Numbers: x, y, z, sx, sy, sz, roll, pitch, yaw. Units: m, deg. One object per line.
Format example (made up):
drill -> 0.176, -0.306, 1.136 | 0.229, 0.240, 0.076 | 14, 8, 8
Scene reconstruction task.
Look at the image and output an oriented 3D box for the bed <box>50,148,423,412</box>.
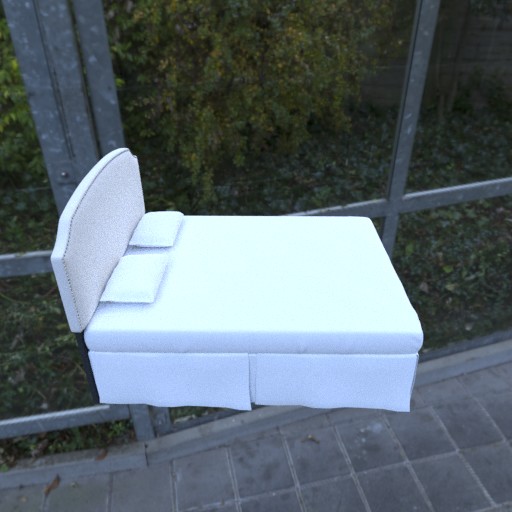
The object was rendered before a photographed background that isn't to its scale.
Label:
bed -> 0.000, 0.000, 3.027 | 1.999, 1.270, 1.558 | 0, 31, 1
